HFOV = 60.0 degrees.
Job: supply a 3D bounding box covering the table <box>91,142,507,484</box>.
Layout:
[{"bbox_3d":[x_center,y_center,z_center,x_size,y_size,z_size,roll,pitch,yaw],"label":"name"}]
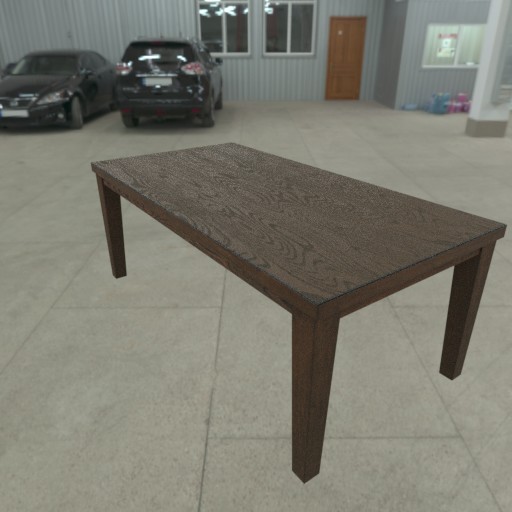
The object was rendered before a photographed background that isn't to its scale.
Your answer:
[{"bbox_3d":[0.000,0.000,2.366,1.016,0.762,1.981,-17,31,-32],"label":"table"}]
